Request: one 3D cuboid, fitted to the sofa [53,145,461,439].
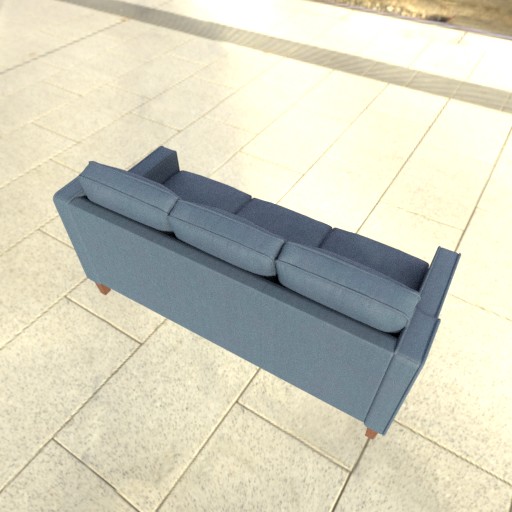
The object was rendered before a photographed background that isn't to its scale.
[{"bbox_3d":[0.000,0.000,2.514,1.986,0.974,0.911,23,51,20],"label":"sofa"}]
